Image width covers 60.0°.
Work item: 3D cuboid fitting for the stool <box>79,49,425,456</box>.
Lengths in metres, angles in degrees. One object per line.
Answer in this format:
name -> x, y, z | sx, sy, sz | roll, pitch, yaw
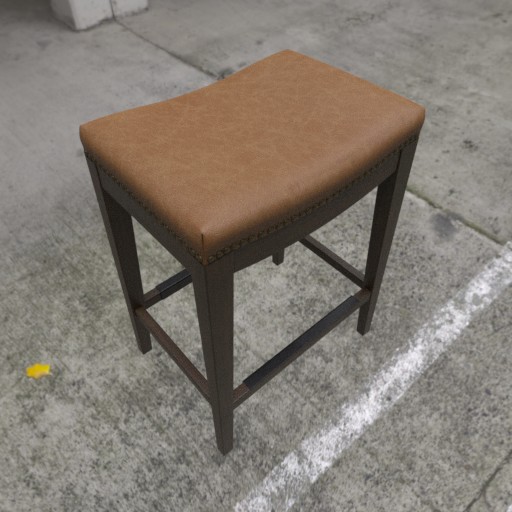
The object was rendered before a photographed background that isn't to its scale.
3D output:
stool -> 0.000, 0.000, 0.944 | 0.500, 0.660, 0.361 | -32, 54, -27
